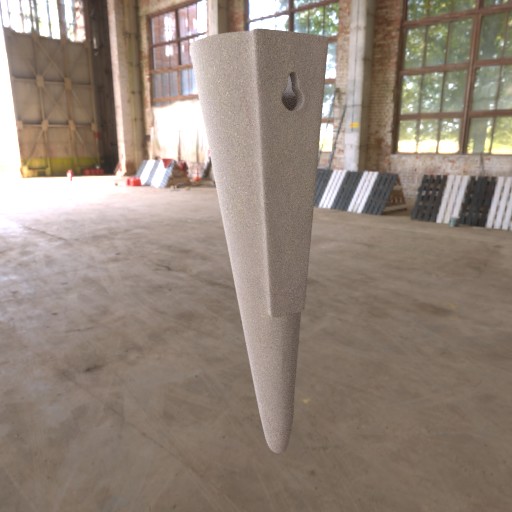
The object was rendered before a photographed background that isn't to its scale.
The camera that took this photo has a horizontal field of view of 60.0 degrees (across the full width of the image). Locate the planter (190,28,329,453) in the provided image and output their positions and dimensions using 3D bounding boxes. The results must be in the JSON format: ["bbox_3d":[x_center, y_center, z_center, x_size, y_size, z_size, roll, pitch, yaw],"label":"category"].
[{"bbox_3d":[0.000,0.000,0.298,0.078,0.259,0.087,-7,16,-26],"label":"planter"}]
